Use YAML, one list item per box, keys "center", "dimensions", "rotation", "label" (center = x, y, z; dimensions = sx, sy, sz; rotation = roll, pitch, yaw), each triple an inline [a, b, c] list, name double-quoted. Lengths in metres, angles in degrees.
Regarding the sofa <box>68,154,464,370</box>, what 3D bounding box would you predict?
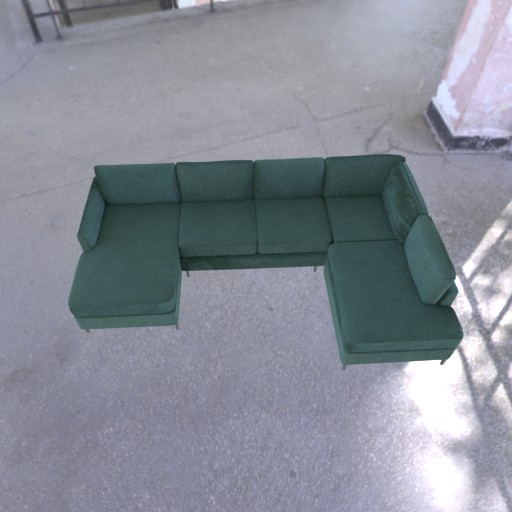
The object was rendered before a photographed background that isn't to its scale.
- center: [0.000, 0.000, 4.333]
  dimensions: [3.434, 0.992, 2.055]
  rotation: [-2, 50, -2]
  label: "sofa"
